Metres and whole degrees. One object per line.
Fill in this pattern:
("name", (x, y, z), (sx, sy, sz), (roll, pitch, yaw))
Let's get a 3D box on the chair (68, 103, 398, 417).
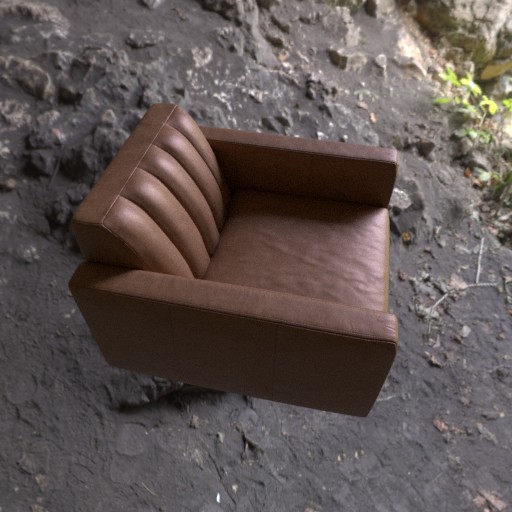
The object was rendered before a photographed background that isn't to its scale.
("chair", (0.000, 0.000, 1.698), (0.998, 0.819, 0.953), (9, 49, 8))
